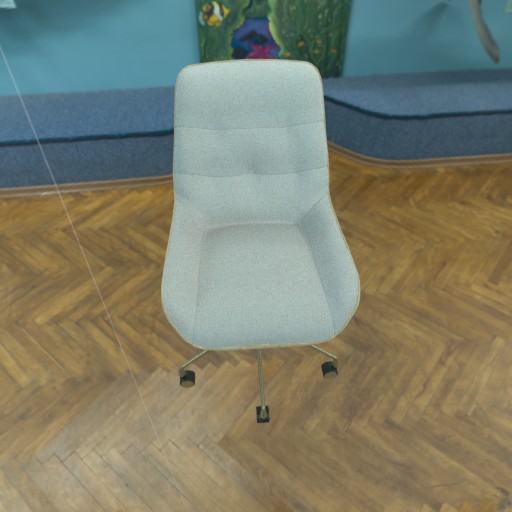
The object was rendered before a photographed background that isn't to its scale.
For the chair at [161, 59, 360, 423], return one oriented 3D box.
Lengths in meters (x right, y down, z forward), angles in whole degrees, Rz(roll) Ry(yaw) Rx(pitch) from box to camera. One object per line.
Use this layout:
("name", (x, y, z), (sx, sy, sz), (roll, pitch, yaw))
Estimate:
("chair", (0.000, 0.000, 1.369), (0.564, 0.952, 0.668), (-3, 46, -3))
